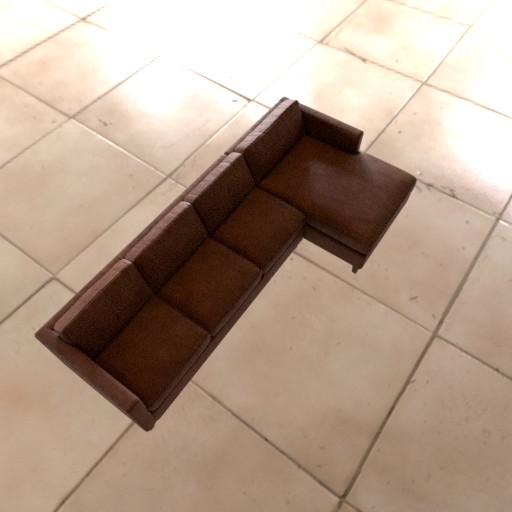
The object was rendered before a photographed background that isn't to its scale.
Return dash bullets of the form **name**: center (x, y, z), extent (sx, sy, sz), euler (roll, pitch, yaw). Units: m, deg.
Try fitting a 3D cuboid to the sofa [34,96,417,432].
- **sofa**: center (0.000, 0.000, 3.819), extent (1.581, 0.883, 3.203), euler (31, 62, 18)
